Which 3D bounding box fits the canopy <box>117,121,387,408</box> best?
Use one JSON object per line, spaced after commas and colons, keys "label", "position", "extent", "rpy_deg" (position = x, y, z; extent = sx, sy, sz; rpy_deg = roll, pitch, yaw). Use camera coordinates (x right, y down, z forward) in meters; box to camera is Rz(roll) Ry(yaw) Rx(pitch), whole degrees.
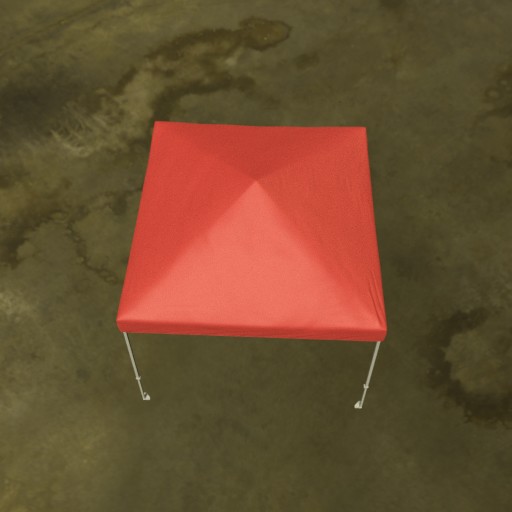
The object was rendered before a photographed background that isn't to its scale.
{"label": "canopy", "position": [0.000, 0.000, 5.175], "extent": [2.848, 2.849, 2.849], "rpy_deg": [2, 62, 1]}
